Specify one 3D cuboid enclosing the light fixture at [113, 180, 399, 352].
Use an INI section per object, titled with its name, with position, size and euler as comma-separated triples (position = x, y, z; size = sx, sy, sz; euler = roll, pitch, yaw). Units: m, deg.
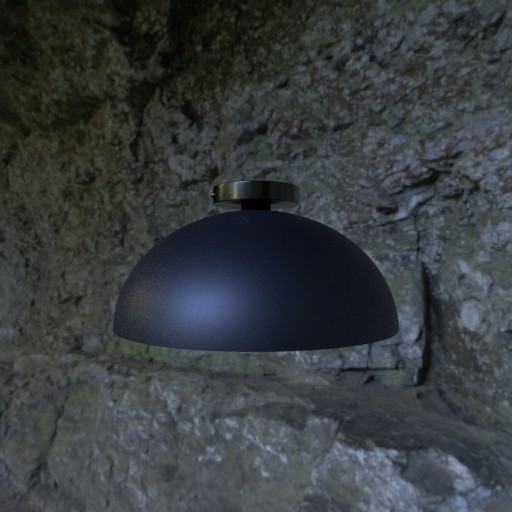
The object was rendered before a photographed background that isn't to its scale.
[light fixture]
position = 0.000, 0.000, 0.578
size = 0.355, 0.177, 0.355
euler = 0, -1, 0
